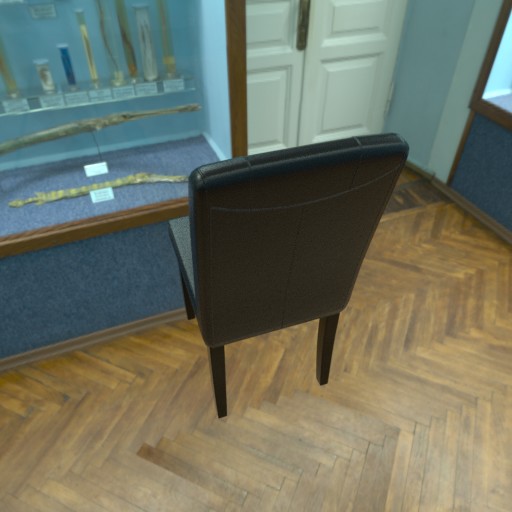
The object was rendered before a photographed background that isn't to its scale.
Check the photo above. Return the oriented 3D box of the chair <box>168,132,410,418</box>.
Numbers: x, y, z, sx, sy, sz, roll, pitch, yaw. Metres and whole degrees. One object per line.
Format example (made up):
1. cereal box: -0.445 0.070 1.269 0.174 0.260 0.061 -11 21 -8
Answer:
1. chair: 0.000 0.000 1.207 0.399 0.897 0.556 -13 43 -15
